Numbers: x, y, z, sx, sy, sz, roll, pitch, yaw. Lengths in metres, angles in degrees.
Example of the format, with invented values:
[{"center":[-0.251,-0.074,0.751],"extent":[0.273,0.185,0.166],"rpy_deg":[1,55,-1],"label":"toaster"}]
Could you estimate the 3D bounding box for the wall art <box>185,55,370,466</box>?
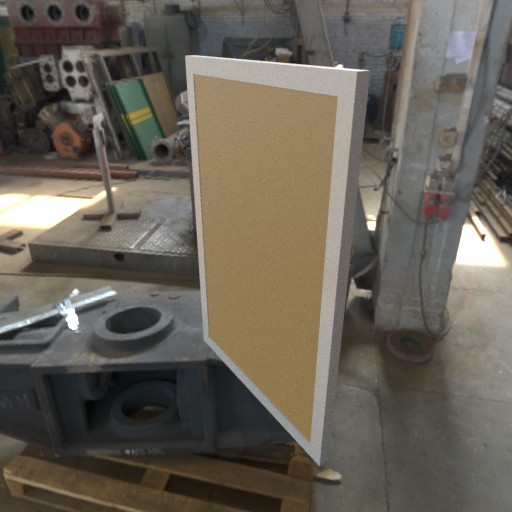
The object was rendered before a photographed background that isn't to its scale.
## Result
[{"center":[0.000,0.000,1.419],"extent":[0.038,1.143,0.764],"rpy_deg":[-17,31,-30],"label":"wall art"}]
